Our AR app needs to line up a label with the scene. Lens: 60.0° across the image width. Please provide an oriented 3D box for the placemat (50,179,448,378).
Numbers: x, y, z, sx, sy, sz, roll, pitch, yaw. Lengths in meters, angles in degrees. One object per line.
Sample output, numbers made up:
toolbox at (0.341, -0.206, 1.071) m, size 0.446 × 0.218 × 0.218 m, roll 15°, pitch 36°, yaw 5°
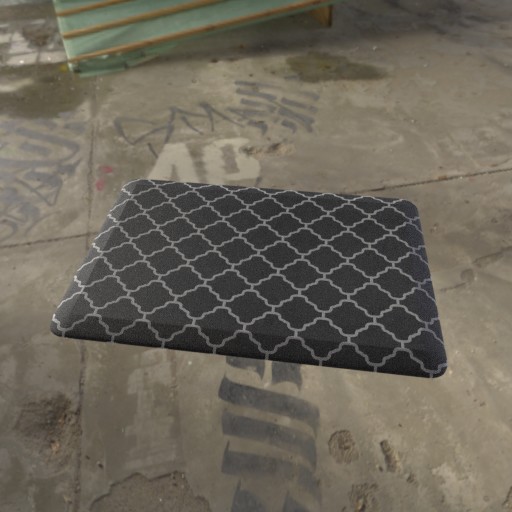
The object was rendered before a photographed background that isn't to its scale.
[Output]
placemat at (0.000, 0.000, 0.989) m, size 0.762 × 0.021 × 0.508 m, roll 5°, pitch 46°, yaw 5°
